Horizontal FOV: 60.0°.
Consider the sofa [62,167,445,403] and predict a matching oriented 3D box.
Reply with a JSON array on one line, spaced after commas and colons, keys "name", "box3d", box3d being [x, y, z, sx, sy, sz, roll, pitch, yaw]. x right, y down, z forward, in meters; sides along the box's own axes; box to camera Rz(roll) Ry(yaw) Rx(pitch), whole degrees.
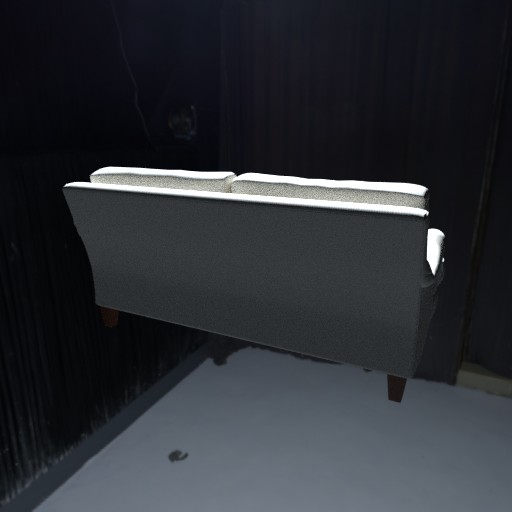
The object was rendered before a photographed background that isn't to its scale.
[{"name": "sofa", "box3d": [0.000, 0.000, 2.802, 2.159, 1.087, 1.086, 8, 18, 26]}]
